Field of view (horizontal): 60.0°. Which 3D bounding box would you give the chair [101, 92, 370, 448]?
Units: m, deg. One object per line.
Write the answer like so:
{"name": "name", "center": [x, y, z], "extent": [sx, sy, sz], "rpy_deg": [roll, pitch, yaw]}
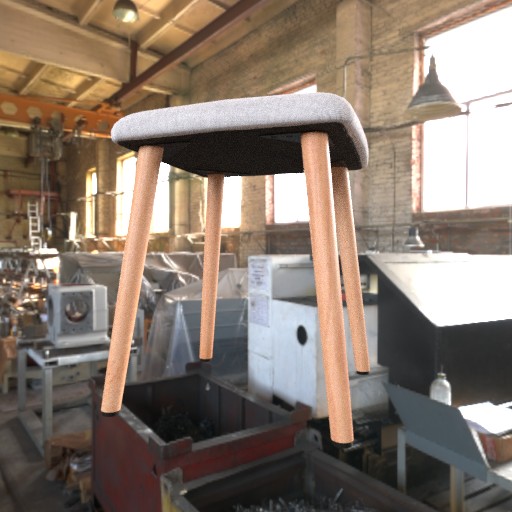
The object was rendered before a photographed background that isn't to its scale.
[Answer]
{"name": "chair", "center": [0.000, 0.000, 0.722], "extent": [0.350, 0.440, 0.350], "rpy_deg": [0, 1, 18]}
